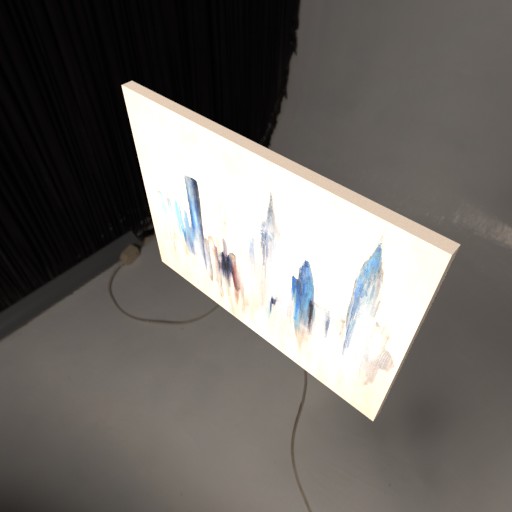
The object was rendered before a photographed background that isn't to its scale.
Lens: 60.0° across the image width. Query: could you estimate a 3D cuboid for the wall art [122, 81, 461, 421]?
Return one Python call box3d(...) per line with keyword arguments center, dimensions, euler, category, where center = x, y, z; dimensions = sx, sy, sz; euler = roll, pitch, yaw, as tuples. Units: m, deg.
box3d(center=(0.000, 0.000, 1.347), dimensions=(1.016, 0.762, 0.038), euler=(33, 55, 27), category="wall art")
